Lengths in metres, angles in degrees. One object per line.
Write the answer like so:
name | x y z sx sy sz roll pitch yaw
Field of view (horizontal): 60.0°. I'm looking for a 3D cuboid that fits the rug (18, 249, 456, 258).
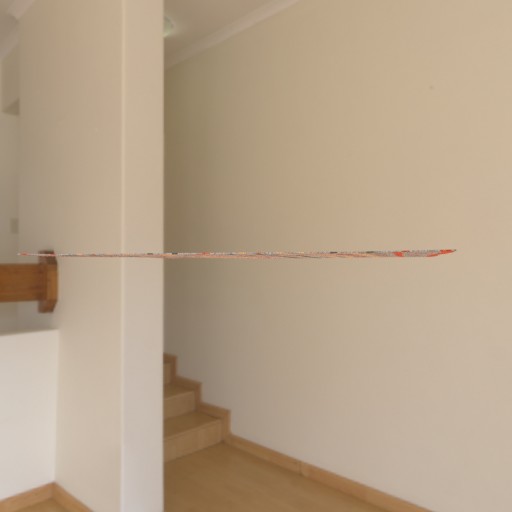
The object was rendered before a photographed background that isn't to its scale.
rug | 0.000 0.000 3.909 3.029 0.022 2.263 0 -1 18
